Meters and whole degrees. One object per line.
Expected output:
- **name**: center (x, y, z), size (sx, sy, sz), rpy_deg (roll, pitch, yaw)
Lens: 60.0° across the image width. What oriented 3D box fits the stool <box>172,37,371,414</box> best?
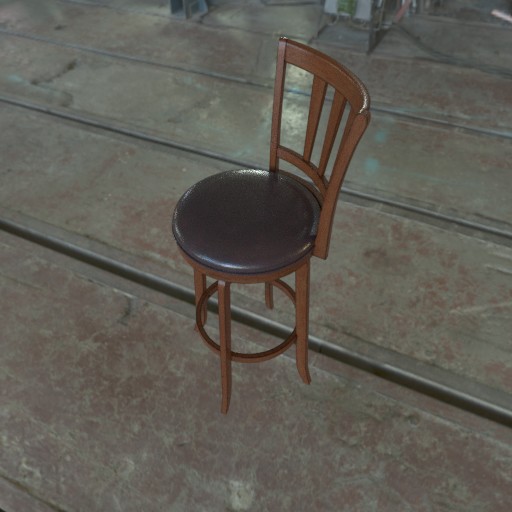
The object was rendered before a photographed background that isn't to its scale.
- **stool**: center (0.000, 0.000, 1.450), size (0.503, 1.177, 0.464), rpy_deg (-15, 48, -14)
